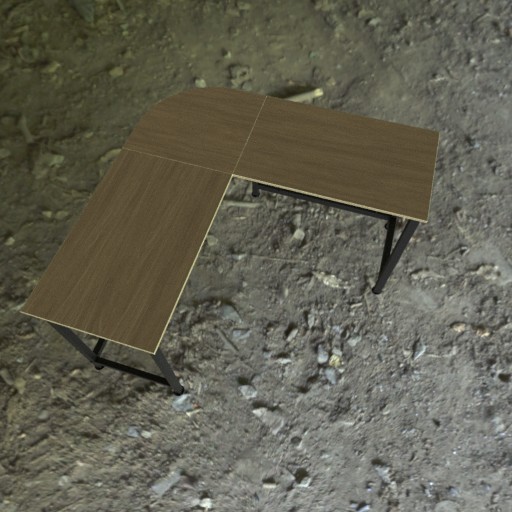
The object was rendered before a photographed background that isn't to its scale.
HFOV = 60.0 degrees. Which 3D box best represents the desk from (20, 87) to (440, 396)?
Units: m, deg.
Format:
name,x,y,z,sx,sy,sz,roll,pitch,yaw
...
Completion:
name,x,y,z,sx,sy,sz,roll,pitch,yaw
desk,0.000,0.000,2.206,1.400,0.762,1.400,15,61,9
